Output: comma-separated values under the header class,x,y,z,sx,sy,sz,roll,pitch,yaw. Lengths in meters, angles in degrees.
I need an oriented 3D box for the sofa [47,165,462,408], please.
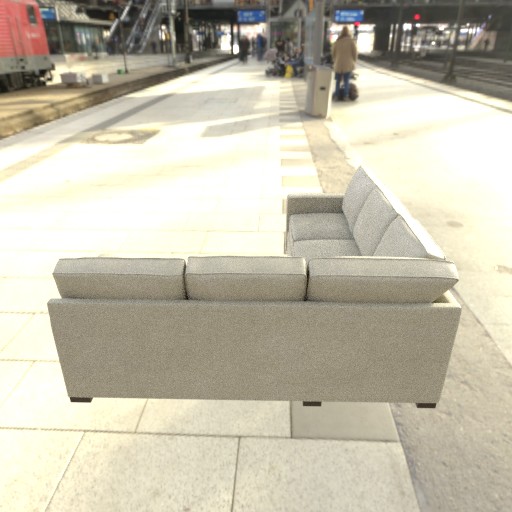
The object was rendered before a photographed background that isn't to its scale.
class,x,y,z,sx,sy,sz,roll,pitch,yaw
sofa,0.000,0.000,3.382,2.211,0.936,2.188,0,26,1
